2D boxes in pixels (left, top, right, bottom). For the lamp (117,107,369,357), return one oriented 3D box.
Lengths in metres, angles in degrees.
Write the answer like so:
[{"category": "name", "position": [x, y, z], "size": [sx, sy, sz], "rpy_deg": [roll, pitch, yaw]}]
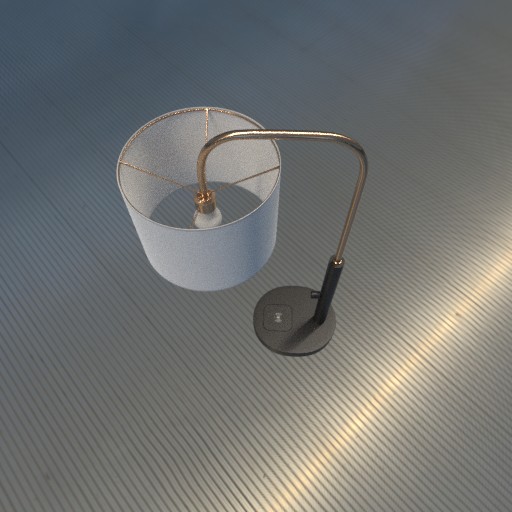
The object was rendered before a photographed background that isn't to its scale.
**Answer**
[{"category": "lamp", "position": [0.000, 0.000, 0.724], "size": [0.337, 0.540, 0.199], "rpy_deg": [2, 59, 1]}]
